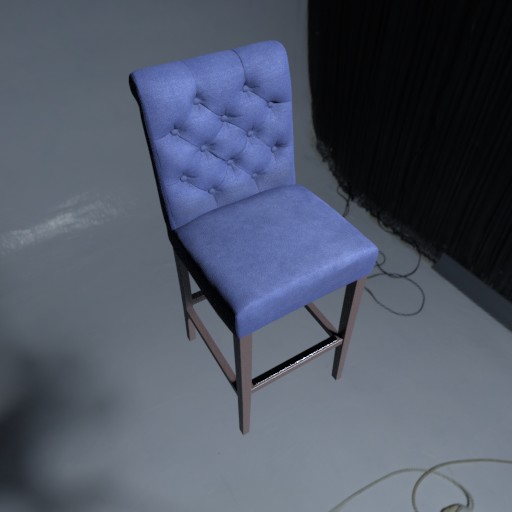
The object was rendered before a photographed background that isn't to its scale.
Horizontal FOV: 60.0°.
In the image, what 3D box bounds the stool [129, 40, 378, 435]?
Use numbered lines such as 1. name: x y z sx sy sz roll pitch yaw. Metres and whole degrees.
1. stool: 0.000 0.000 1.471 0.493 1.140 0.601 -23 50 -21
